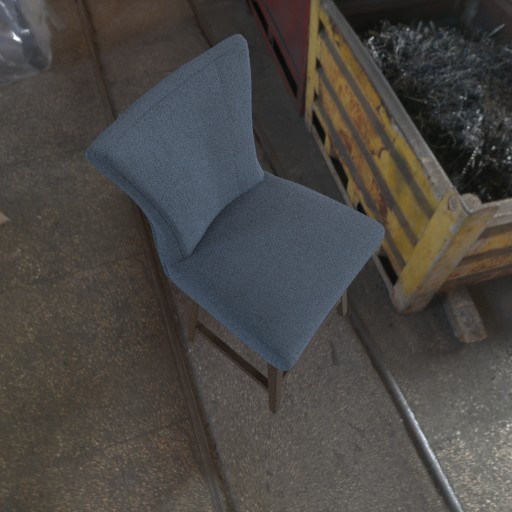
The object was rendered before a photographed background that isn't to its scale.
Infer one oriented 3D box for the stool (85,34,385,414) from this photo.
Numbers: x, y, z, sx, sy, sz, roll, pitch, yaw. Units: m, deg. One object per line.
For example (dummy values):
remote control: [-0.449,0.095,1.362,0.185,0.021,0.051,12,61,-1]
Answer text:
stool: [0.000,0.000,1.337,0.574,1.000,0.514,33,64,18]
